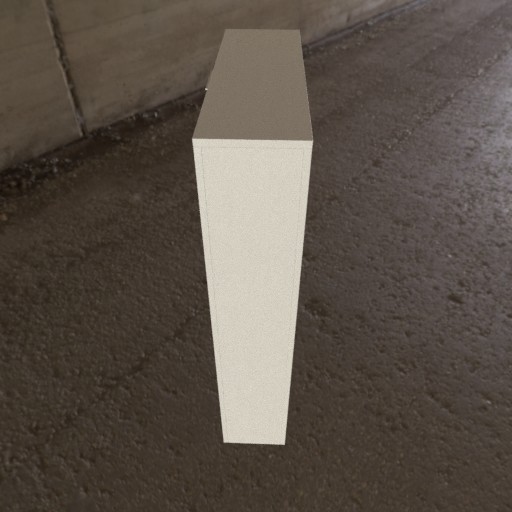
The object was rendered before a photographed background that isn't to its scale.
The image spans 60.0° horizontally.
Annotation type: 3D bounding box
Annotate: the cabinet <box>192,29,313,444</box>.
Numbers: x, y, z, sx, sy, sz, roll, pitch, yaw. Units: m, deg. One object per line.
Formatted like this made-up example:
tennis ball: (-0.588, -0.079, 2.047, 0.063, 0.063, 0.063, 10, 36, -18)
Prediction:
cabinet: (0.000, 0.000, 1.569, 0.250, 1.280, 0.750, 1, 42, 2)
